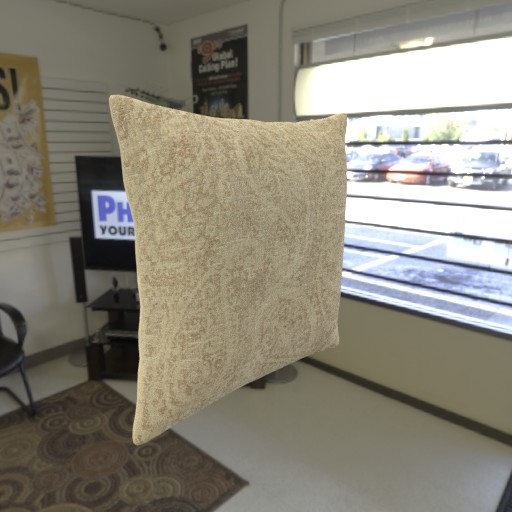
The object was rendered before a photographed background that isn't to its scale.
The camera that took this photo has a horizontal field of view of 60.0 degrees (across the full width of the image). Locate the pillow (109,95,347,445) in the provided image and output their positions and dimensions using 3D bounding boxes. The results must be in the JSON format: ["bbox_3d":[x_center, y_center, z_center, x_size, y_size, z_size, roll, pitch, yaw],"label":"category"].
[{"bbox_3d":[0.000,0.000,0.790,0.523,0.510,0.166,-13,19,-43],"label":"pillow"}]
